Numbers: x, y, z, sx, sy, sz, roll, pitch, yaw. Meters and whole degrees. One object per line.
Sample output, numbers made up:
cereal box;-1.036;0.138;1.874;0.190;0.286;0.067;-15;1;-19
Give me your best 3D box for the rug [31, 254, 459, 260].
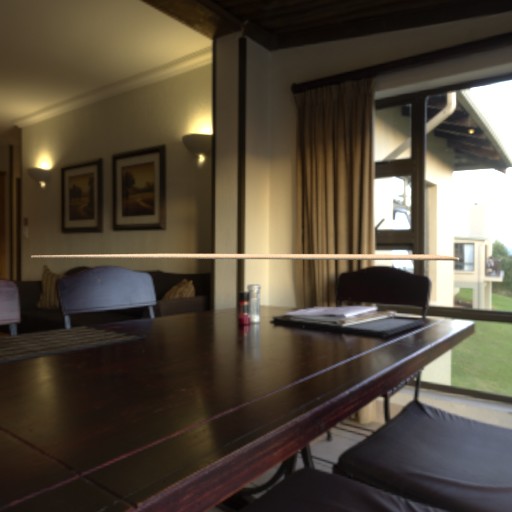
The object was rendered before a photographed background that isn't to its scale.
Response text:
rug;0.000;0.000;3.085;2.441;0.014;1.531;0;1;19
